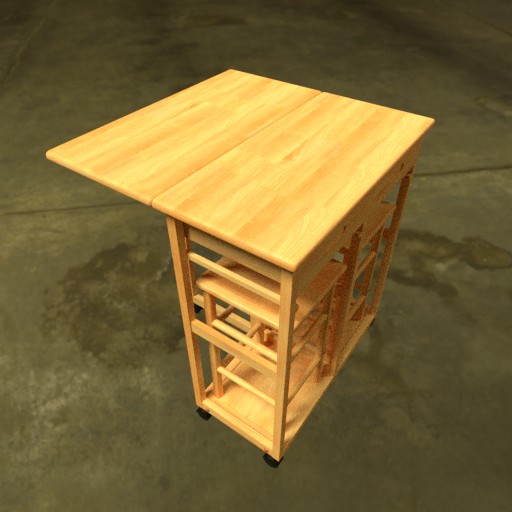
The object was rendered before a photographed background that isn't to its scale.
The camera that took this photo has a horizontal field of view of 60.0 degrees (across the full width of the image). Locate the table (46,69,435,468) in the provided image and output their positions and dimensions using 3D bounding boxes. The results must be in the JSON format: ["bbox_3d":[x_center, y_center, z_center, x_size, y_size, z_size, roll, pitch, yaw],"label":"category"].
[{"bbox_3d":[0.000,0.000,1.395,0.693,0.832,0.752,25,47,26],"label":"table"}]
